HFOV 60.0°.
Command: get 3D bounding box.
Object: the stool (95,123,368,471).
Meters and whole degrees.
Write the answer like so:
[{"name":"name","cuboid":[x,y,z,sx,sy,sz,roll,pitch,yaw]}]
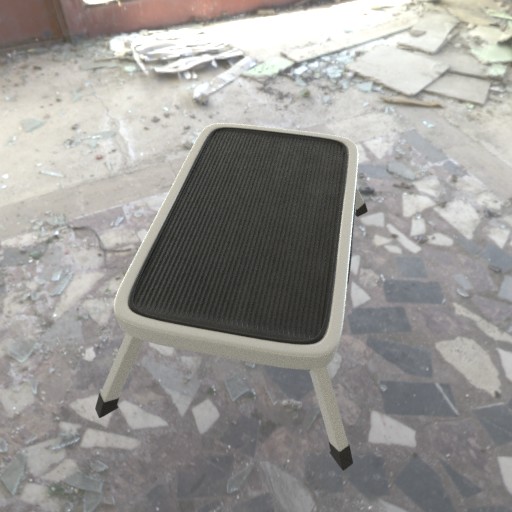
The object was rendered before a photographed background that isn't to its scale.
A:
[{"name":"stool","cuboid":[0.000,0.000,0.615,0.320,0.170,0.460,9,49,8]}]
